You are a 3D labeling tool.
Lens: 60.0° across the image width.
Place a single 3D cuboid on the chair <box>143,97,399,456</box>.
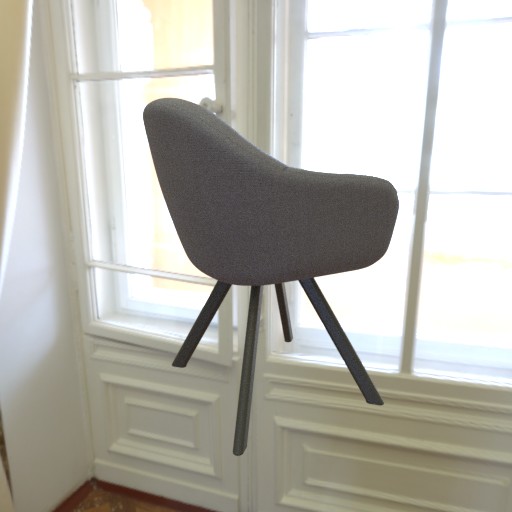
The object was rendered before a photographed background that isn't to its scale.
[{"bbox_3d":[0.000,0.000,1.207,0.550,0.795,0.590,-8,16,-27],"label":"chair"}]
